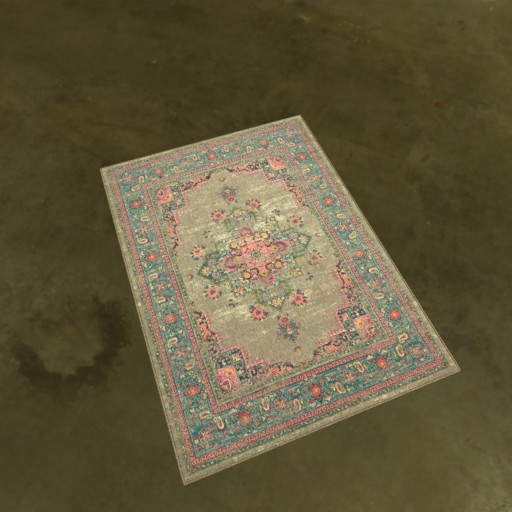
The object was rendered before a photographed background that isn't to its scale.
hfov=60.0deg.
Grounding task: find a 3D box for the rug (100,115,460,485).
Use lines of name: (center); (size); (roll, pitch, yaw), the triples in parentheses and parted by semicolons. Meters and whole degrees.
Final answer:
rug: (0.000, 0.000, 2.859); (1.609, 0.013, 2.214); (-18, 61, -11)
